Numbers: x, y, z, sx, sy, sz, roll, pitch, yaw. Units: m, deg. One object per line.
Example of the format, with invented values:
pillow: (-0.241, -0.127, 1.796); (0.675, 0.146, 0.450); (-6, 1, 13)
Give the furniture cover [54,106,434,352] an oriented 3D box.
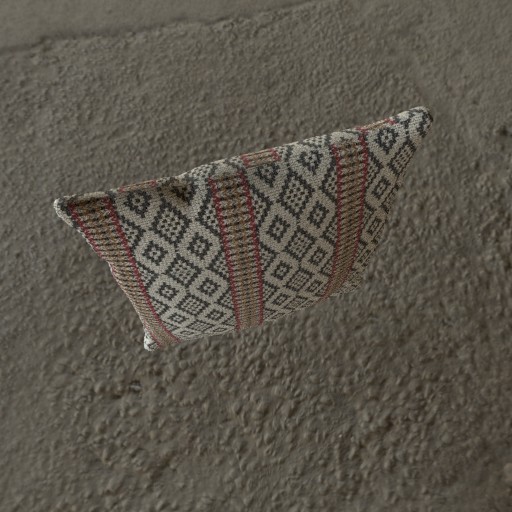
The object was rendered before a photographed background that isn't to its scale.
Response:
furniture cover: (0.000, 0.000, 0.775); (0.503, 0.506, 0.182); (-16, 60, -9)
